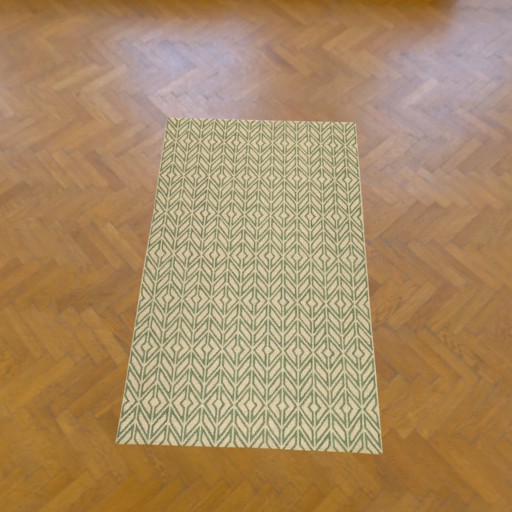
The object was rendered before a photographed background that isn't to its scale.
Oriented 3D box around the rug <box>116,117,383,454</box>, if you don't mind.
[{"bbox_3d":[0.000,0.000,3.042,1.517,0.011,2.435,2,64,1],"label":"rug"}]
